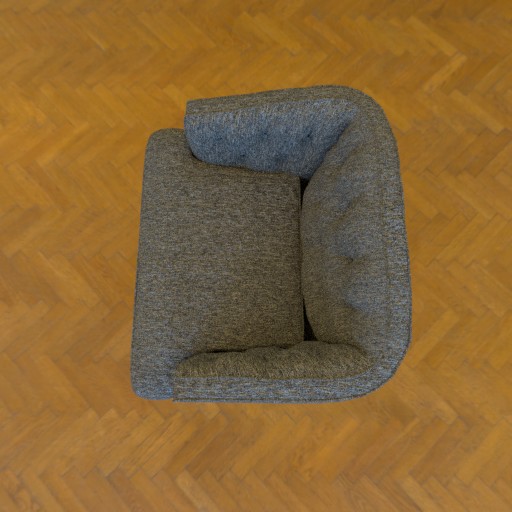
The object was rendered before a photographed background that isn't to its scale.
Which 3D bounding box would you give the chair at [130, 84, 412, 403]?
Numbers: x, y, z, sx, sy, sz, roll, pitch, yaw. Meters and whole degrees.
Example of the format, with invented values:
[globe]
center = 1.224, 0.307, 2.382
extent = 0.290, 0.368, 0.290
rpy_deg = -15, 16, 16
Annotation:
[chair]
center = 0.000, 0.000, 1.769
extent = 0.941, 0.852, 1.104
rpy_deg = 0, 75, 0
